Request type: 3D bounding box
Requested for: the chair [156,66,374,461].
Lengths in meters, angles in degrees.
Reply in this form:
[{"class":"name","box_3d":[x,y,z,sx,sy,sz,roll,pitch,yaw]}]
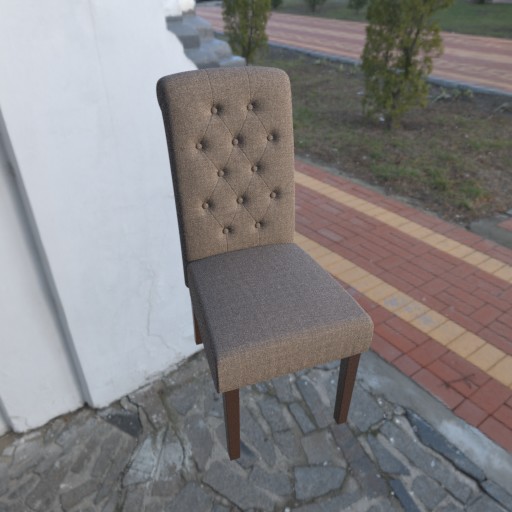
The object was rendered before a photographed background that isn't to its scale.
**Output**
[{"class":"chair","box_3d":[0.000,0.000,1.384,0.456,1.006,0.671,-11,35,-17]}]
